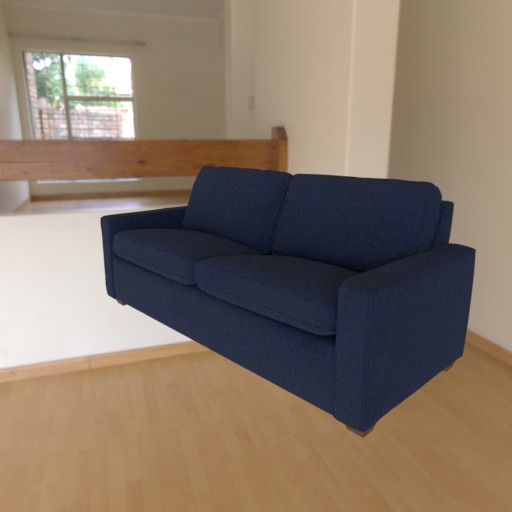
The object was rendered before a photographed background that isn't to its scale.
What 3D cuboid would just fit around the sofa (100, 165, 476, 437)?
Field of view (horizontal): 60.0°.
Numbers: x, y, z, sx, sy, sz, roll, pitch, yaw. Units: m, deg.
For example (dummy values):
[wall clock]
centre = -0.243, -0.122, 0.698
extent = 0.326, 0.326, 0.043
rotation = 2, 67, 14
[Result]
[sofa]
centre = 0.000, 0.000, 2.508
extent = 0.940, 0.919, 2.080
rotation = -14, 20, -42
